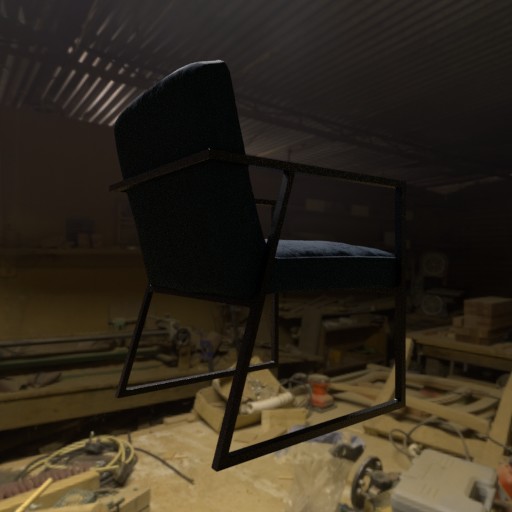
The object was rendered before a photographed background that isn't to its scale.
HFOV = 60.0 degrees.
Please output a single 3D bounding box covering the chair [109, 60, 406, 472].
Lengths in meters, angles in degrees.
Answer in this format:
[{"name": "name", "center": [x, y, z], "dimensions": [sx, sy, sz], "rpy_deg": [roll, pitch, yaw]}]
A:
[{"name": "chair", "center": [0.000, 0.000, 1.268], "dimensions": [0.677, 0.833, 0.571], "rpy_deg": [0, 0, -37]}]
